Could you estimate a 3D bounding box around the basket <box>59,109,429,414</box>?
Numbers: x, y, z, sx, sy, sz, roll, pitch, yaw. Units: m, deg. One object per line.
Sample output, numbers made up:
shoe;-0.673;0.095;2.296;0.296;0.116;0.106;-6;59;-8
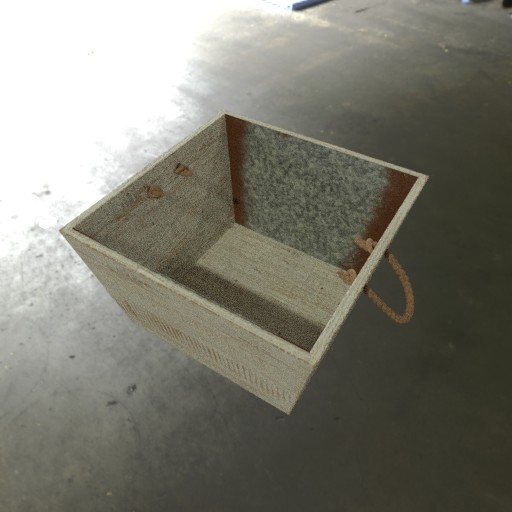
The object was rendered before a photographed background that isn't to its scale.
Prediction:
basket;0.000;0.000;0.772;0.545;0.247;0.413;25;51;21
